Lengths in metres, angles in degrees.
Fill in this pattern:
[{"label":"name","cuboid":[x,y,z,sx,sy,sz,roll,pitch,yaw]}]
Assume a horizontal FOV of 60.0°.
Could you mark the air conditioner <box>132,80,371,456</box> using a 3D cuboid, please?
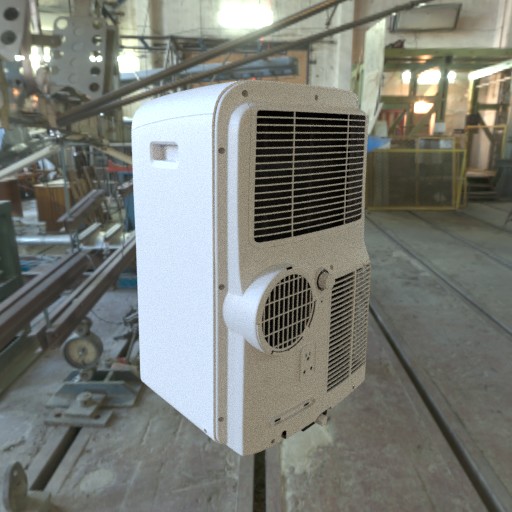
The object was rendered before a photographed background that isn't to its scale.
[{"label":"air conditioner","cuboid":[0.000,0.000,1.091,0.478,0.765,0.467,-15,21,-42]}]
